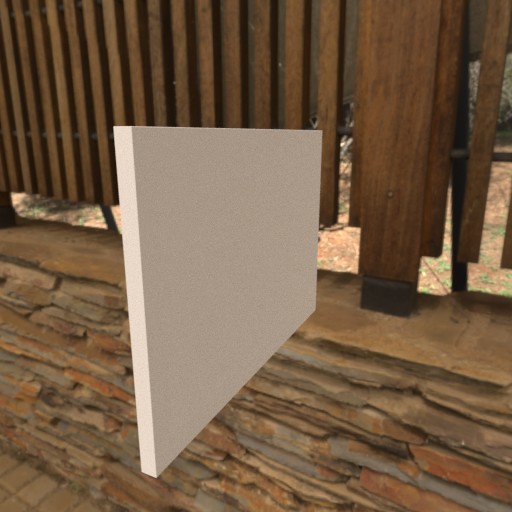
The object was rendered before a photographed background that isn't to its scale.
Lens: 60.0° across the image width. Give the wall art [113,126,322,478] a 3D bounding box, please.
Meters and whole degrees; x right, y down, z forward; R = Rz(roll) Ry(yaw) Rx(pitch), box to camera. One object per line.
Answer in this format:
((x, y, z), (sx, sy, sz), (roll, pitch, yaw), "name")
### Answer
((0.000, 0.000, 1.641), (0.051, 0.902, 1.308), (7, 17, 25), "wall art")
